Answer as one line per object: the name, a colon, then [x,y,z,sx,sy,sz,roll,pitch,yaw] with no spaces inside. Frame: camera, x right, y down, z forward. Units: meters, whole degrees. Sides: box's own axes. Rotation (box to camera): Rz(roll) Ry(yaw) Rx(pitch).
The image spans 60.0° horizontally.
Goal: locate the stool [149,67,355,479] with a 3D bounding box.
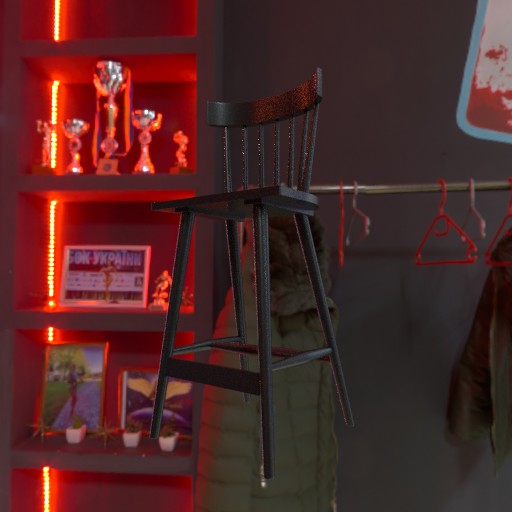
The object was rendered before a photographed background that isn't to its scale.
stool: [0.000,0.000,1.402,0.482,1.092,0.483,-1,-2,37]
